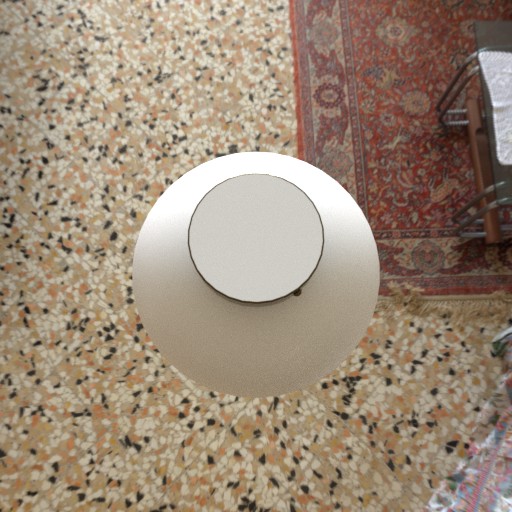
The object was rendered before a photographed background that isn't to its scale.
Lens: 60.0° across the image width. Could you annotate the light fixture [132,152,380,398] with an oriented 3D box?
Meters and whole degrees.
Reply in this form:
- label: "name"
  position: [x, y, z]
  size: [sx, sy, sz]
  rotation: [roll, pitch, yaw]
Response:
- label: "light fixture"
  position: [0.000, 0.000, 0.565]
  size: [0.355, 0.177, 0.355]
  rotation: [0, 75, 0]
